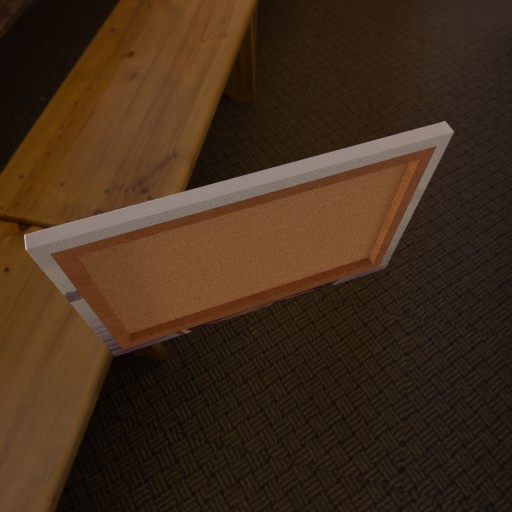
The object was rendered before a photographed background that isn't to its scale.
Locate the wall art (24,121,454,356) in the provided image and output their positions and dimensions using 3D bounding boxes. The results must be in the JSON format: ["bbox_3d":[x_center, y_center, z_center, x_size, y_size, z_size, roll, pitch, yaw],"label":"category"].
[{"bbox_3d":[0.000,0.000,1.166,0.916,0.609,0.037,-17,60,-10],"label":"wall art"}]
